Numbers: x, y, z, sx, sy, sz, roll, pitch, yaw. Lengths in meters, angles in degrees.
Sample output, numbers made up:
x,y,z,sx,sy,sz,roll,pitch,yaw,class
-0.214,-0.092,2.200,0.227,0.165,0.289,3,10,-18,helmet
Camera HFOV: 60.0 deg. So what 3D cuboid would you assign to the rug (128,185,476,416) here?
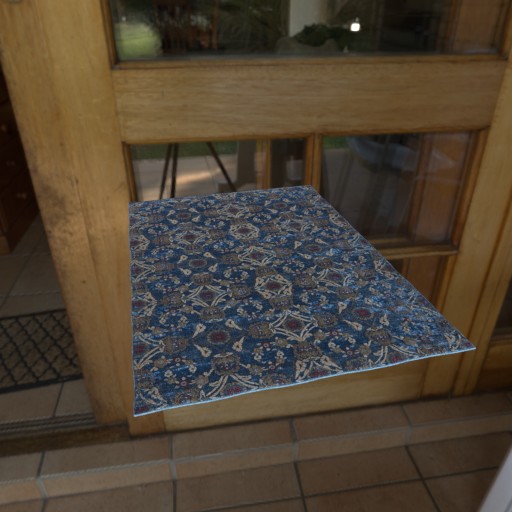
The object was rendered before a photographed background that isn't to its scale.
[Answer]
x,y,z,sx,sy,sz,roll,pitch,yaw,class
0.000,0.000,2.839,1.567,0.014,2.207,-7,31,-13,rug
